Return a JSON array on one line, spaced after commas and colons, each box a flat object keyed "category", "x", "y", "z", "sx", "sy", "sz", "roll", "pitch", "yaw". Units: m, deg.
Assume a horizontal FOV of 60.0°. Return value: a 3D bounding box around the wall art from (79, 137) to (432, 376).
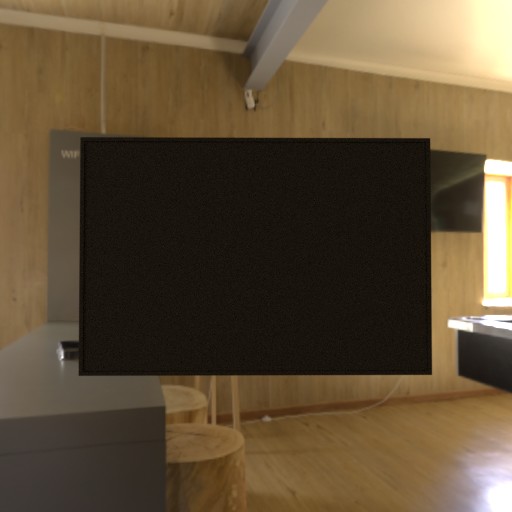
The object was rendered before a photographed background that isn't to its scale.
[{"category": "wall art", "x": 0.000, "y": 0.000, "z": 1.513, "sx": 1.190, "sy": 0.805, "sz": 0.028, "roll": 0, "pitch": -1, "yaw": -1}]
